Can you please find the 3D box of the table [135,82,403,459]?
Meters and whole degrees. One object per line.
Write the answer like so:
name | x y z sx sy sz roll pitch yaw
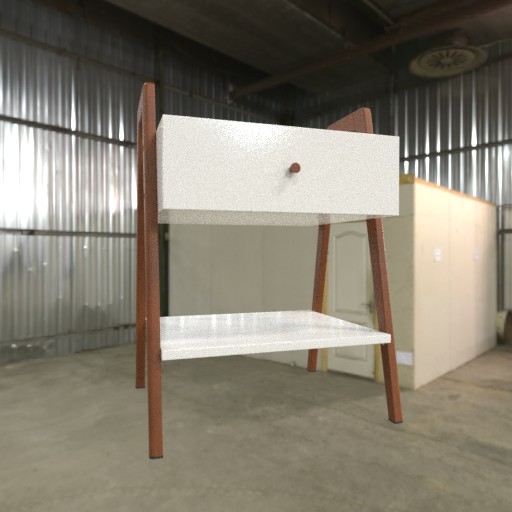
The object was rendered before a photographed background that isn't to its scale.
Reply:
table | 0.000 0.000 0.905 0.457 0.610 0.405 0 1 -18
